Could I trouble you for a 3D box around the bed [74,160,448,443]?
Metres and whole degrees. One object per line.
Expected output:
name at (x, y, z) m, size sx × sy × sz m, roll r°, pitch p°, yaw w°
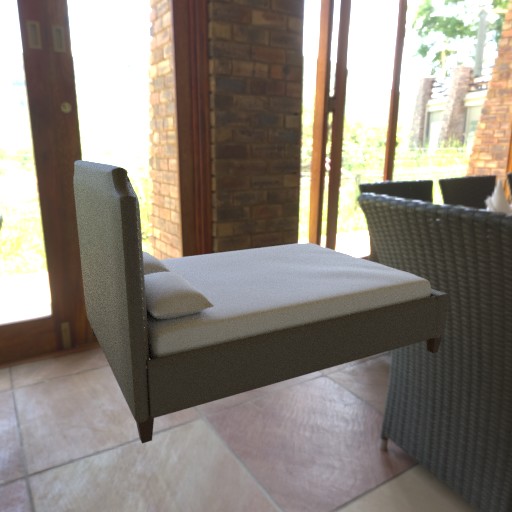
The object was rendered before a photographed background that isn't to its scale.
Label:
bed at (0.000, 0.000, 3.402) m, size 2.372 × 1.443 × 1.712 m, roll -7°, pitch 16°, yaw -28°
